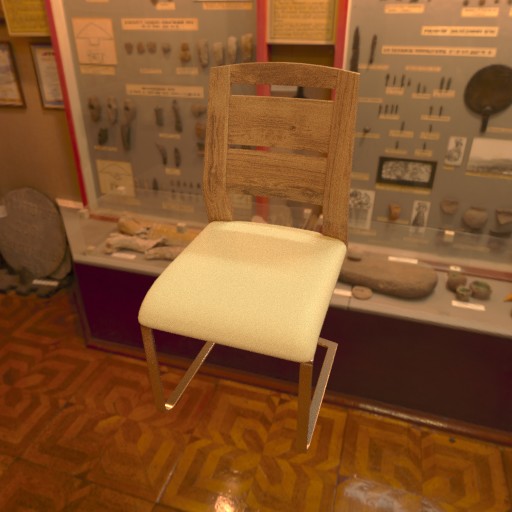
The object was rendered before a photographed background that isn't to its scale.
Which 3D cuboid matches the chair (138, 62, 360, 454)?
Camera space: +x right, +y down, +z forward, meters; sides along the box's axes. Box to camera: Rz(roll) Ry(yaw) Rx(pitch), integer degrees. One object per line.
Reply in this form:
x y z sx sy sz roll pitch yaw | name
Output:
0.000 0.000 1.241 0.457 0.955 0.561 10 30 17 | chair
